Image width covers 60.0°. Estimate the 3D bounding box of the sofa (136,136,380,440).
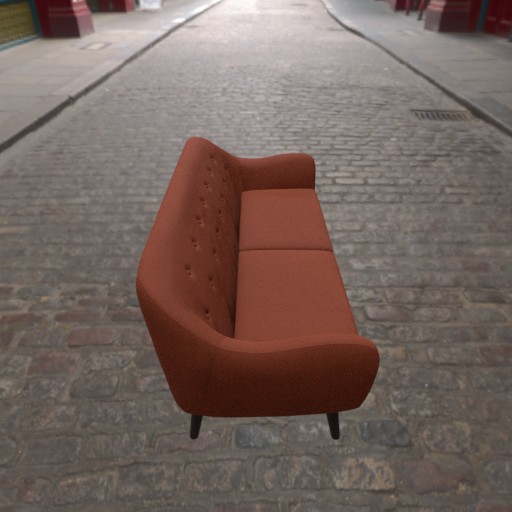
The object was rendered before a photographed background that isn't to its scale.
[{"bbox_3d":[0.000,0.000,2.278,0.820,0.836,1.840,0,32,0],"label":"sofa"}]
